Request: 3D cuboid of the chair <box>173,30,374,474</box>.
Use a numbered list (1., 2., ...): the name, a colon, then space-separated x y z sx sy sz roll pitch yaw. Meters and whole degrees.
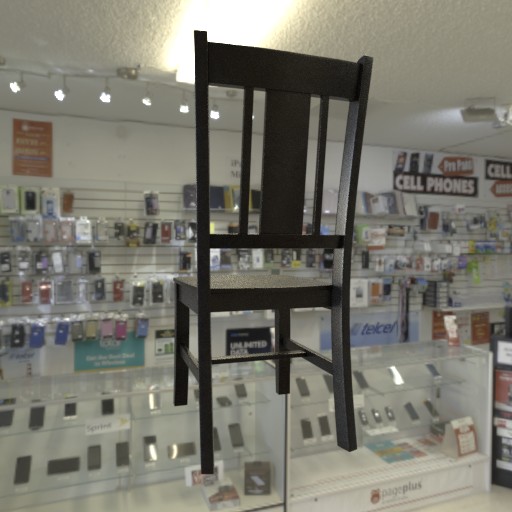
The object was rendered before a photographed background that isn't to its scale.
1. chair: 0.000 0.000 1.283 0.450 0.998 0.555 0 1 -18
